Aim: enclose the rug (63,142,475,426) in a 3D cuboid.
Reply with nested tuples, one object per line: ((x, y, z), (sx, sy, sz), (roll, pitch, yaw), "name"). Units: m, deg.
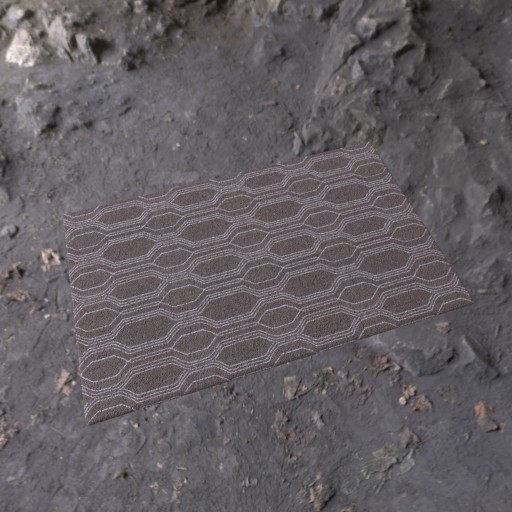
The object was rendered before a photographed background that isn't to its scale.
((0.000, 0.000, 3.031), (2.457, 0.012, 1.541), (-15, 59, -9), "rug")
